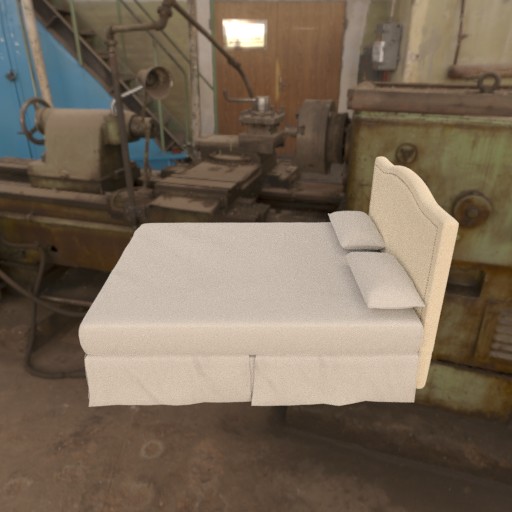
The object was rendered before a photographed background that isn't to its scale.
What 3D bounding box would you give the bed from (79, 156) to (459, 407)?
[{"bbox_3d":[0.000,0.000,3.718,2.477,1.437,1.977,0,26,0],"label":"bed"}]
